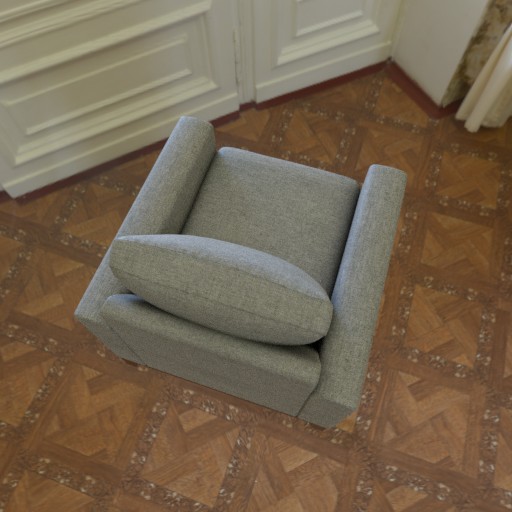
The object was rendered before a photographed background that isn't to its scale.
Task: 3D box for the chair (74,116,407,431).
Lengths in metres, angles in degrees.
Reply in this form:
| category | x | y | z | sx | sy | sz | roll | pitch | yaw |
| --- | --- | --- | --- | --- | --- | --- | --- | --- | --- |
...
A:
| category | x | y | z | sx | sy | sz | roll | pitch | yaw |
| --- | --- | --- | --- | --- | --- | --- | --- | --- | --- |
| chair | 0.000 | 0.000 | 1.871 | 1.024 | 1.010 | 1.038 | 16 | 64 | 8 |
